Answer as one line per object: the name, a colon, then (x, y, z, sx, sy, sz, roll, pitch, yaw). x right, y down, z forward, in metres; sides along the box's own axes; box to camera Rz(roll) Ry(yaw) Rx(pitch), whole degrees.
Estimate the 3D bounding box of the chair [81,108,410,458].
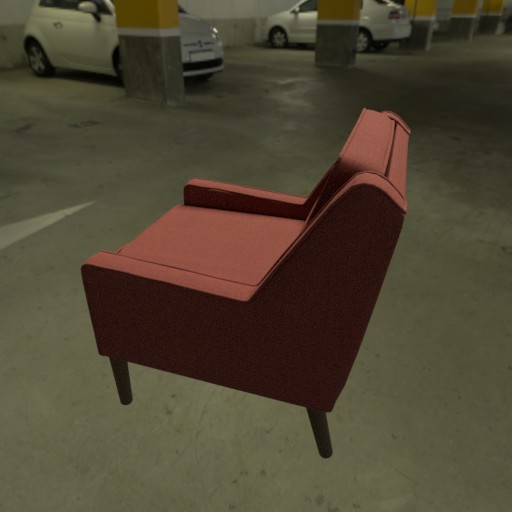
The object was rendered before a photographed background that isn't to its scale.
chair: (0.000, 0.000, 1.324, 0.770, 0.812, 0.680, 9, 30, 15)
